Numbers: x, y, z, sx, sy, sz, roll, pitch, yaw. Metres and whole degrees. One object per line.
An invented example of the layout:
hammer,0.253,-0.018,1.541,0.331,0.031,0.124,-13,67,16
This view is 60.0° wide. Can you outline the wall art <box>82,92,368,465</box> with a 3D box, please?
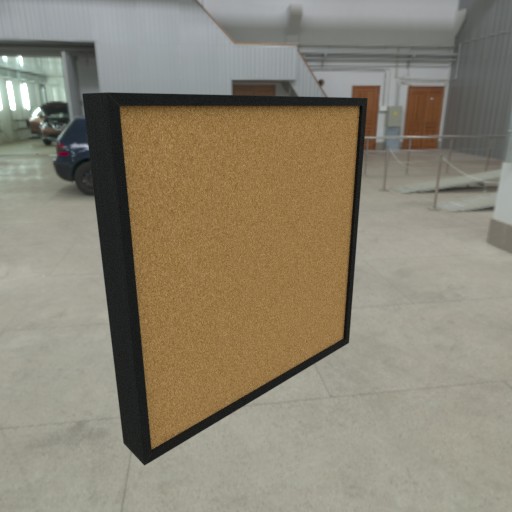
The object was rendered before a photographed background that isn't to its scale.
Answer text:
wall art,0.000,0.000,0.450,0.305,0.305,0.037,-17,25,-41
